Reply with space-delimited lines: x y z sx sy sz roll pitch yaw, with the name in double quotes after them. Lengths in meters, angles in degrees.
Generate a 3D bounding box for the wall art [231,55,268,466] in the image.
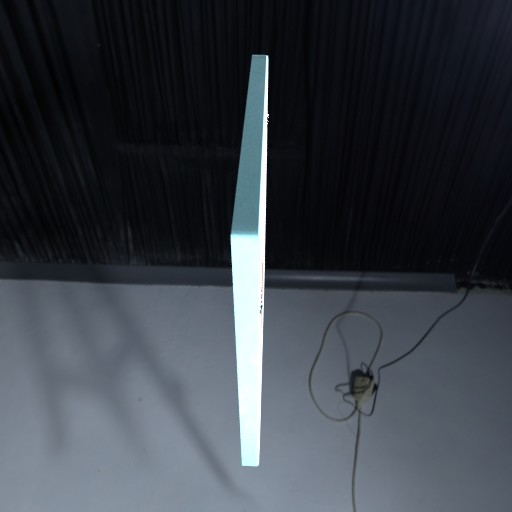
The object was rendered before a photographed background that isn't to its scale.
0.000 0.000 1.630 0.070 1.073 1.071 1 42 1 "wall art"
